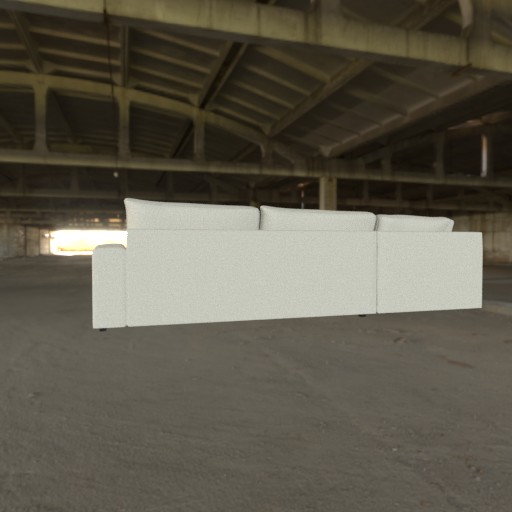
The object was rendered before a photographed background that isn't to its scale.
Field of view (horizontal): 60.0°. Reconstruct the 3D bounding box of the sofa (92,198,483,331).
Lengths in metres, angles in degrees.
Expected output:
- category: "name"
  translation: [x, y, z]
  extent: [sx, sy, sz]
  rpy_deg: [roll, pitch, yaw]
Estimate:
- category: "sofa"
  translation: [0.000, 0.000, 4.853]
  extent: [3.206, 0.918, 3.066]
  rpy_deg: [-1, 2, -17]
